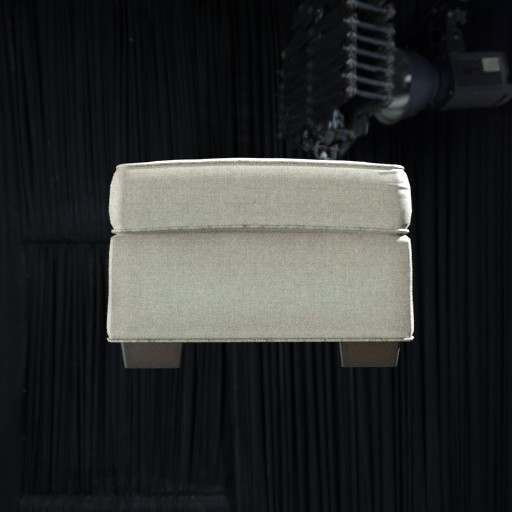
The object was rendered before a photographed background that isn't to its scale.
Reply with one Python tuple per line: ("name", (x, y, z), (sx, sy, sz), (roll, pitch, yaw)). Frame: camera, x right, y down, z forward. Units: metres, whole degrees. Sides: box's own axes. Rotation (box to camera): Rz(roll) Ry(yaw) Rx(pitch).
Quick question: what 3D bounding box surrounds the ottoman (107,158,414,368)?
("ottoman", (0.000, 0.000, 1.416), (0.617, 0.448, 1.097), (0, 0, -1))
